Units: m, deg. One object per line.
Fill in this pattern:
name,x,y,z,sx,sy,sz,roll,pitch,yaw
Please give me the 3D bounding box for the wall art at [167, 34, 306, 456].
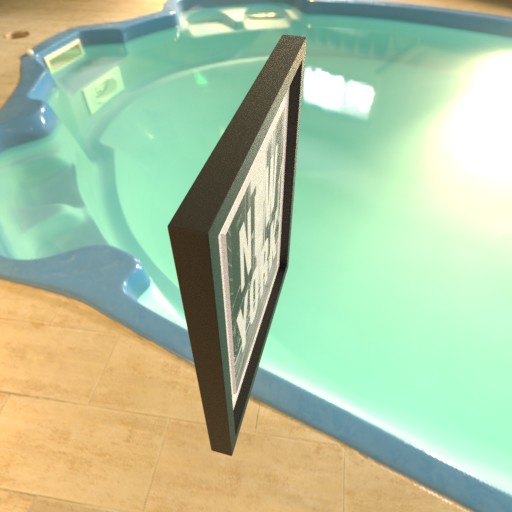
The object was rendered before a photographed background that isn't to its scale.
wall art,0.000,0.000,0.523,0.028,0.381,0.328,11,48,10
